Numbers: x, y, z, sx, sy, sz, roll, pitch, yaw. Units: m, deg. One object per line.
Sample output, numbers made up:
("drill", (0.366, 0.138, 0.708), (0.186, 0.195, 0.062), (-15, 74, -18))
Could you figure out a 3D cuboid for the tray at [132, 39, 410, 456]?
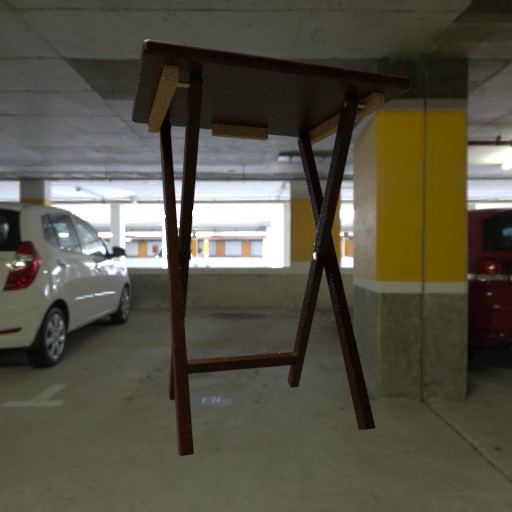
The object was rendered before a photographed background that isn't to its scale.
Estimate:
("tray", (0.000, 0.000, 0.924), (0.483, 0.660, 0.381), (0, 0, -18))
